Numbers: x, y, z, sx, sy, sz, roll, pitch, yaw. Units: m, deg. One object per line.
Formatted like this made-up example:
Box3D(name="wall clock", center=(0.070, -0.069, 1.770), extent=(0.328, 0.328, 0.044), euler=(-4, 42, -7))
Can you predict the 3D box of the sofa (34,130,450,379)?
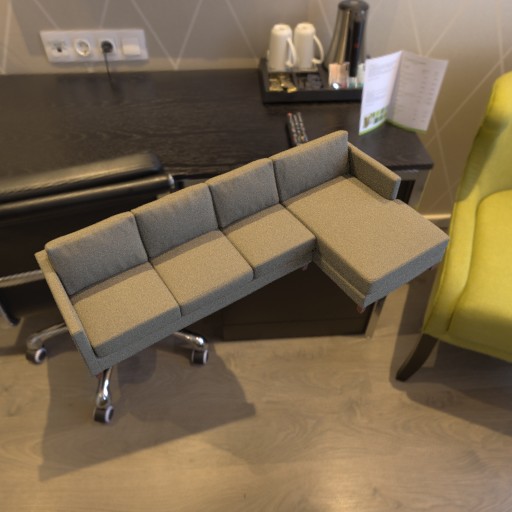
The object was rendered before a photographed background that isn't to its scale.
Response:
Box3D(name="sofa", center=(0.000, 0.000, 3.835), extent=(3.186, 0.861, 1.625), euler=(-26, 52, -22))
